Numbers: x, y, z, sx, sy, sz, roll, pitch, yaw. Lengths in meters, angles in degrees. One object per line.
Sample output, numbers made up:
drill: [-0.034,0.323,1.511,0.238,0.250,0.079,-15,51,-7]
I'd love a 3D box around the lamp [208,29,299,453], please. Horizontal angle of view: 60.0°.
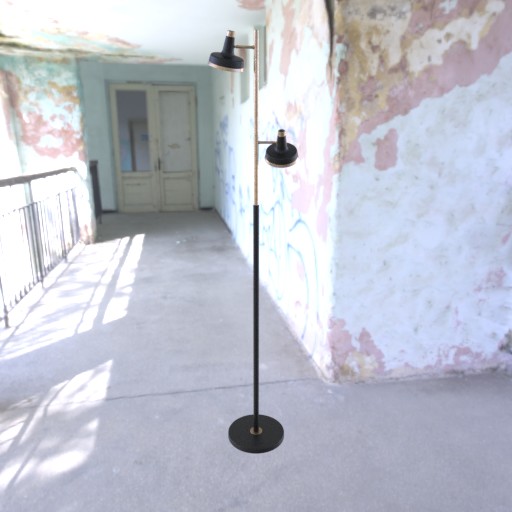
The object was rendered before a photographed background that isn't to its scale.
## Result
lamp: [0.000,0.000,1.800,0.351,1.674,0.253,-2,15,-8]
